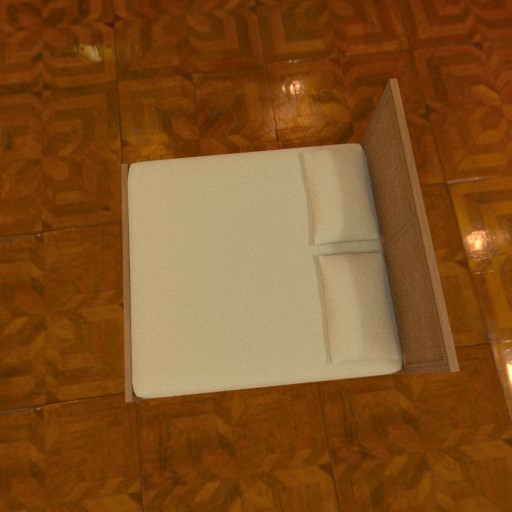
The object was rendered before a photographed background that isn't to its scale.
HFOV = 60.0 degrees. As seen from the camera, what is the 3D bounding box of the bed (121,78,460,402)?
[{"bbox_3d":[0.000,0.000,3.484,2.184,1.387,2.003,-5,74,-2],"label":"bed"}]
